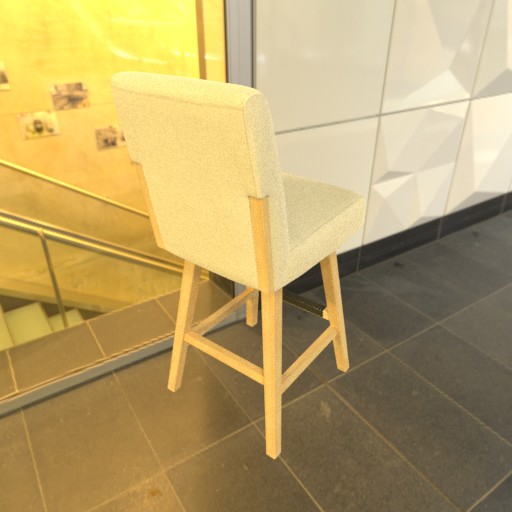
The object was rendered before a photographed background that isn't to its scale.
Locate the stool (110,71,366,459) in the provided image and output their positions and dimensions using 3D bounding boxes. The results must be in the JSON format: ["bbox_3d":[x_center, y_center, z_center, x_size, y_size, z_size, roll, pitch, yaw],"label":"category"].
[{"bbox_3d":[0.000,0.000,1.271,0.446,1.015,0.543,21,36,32],"label":"stool"}]
